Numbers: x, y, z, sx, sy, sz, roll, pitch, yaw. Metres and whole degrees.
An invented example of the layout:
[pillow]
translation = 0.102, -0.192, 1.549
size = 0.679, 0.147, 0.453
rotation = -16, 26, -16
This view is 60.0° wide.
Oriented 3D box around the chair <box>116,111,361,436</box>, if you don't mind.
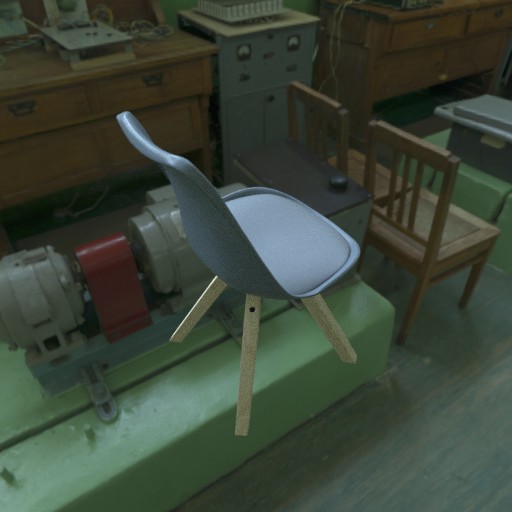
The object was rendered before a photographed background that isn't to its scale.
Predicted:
[chair]
translation = 0.000, 0.000, 1.219
size = 0.550, 0.850, 0.485
rotation = -24, 46, -26
